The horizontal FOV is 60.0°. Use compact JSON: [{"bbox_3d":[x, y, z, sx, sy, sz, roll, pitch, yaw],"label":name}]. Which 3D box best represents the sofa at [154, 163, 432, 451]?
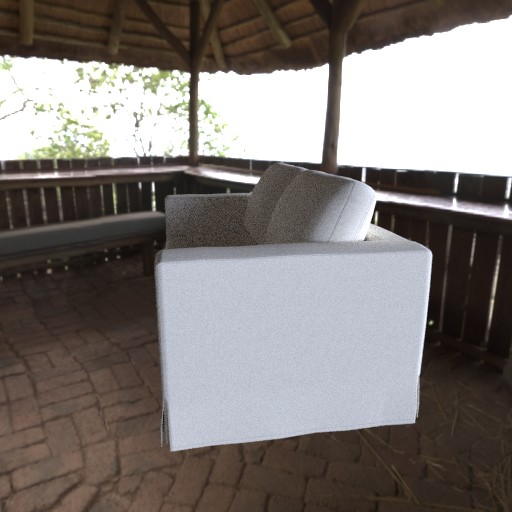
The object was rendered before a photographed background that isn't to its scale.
[{"bbox_3d":[0.000,0.000,2.407,1.009,0.932,1.813,-3,15,-10],"label":"sofa"}]
